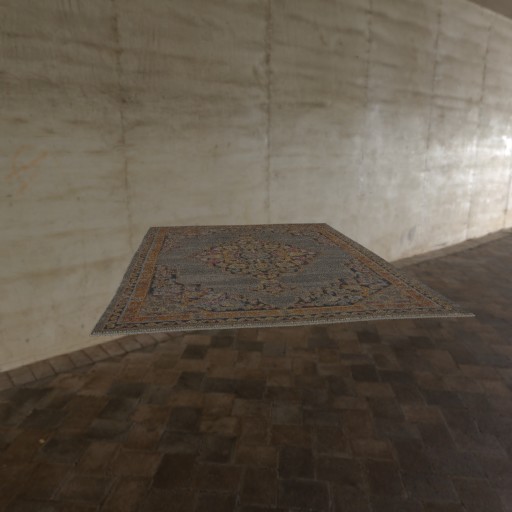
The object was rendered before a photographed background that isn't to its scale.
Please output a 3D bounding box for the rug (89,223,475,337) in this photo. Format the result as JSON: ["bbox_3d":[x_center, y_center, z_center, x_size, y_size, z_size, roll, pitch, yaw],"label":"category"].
[{"bbox_3d":[0.000,0.000,3.690,2.043,0.026,2.901,-2,14,-7],"label":"rug"}]
